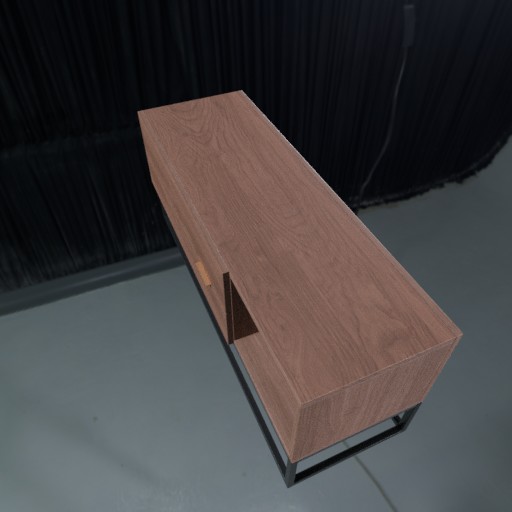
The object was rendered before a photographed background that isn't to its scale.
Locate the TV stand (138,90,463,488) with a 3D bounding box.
[{"bbox_3d":[0.000,0.000,1.426,0.415,0.500,1.200,-18,49,-16],"label":"TV stand"}]
